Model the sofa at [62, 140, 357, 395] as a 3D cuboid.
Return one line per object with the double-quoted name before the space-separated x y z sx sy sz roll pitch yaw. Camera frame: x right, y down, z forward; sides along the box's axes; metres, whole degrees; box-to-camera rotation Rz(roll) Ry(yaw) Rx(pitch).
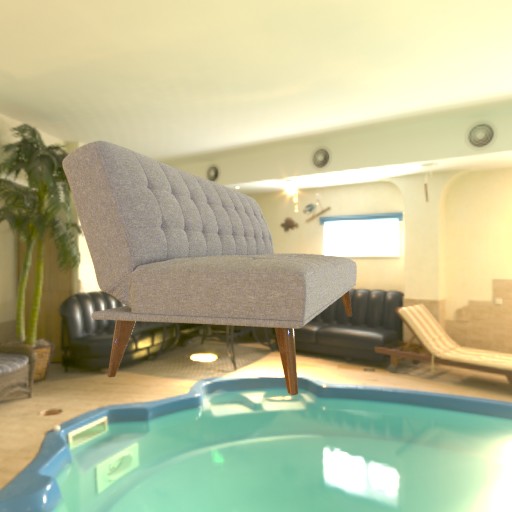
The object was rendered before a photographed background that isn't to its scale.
"sofa" 0.000 0.000 2.250 0.860 0.810 1.800 0 0 17
